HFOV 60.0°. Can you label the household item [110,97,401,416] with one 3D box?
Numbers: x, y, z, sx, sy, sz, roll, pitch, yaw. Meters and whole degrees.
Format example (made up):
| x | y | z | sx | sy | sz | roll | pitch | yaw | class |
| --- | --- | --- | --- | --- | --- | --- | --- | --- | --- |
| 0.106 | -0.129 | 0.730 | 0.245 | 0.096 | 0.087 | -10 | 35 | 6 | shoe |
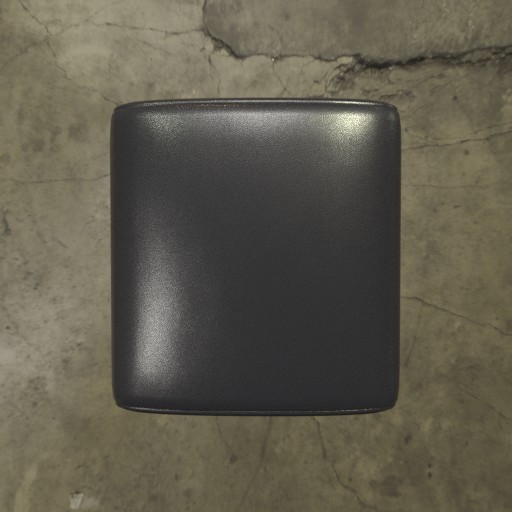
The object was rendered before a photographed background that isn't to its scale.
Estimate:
| x | y | z | sx | sy | sz | roll | pitch | yaw | class |
| --- | --- | --- | --- | --- | --- | --- | --- | --- | --- |
| 0.000 | 0.000 | 0.884 | 0.530 | 0.410 | 0.530 | 0 | 91 | 1 | household item |
